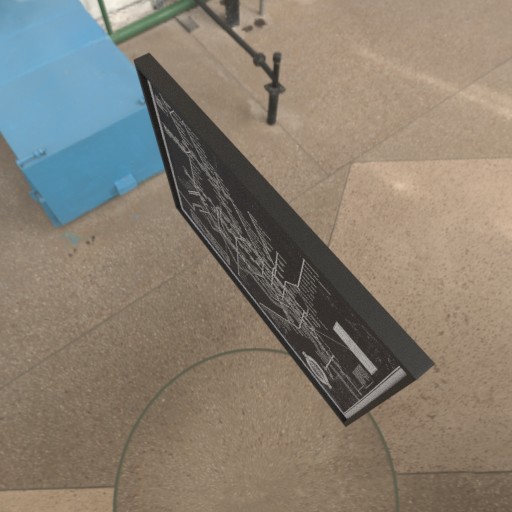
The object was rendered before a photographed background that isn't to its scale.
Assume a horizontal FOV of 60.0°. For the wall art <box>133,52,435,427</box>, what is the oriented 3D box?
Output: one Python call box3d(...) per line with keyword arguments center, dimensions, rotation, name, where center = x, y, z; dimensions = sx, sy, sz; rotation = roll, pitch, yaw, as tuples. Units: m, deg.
box3d(center=(0.000, 0.000, 0.557), dimensions=(0.021, 0.301, 0.443), rotation=(-33, 67, -16), name="wall art")
